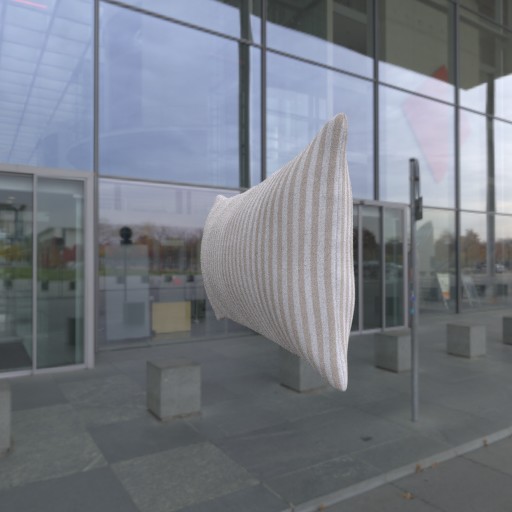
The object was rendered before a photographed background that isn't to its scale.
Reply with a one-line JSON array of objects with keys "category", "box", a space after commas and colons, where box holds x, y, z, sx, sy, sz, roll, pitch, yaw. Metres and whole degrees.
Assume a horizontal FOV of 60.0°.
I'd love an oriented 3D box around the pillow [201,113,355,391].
[{"category": "pillow", "box": [0.000, 0.000, 0.754, 0.151, 0.295, 0.617, 0, -1, -17]}]
